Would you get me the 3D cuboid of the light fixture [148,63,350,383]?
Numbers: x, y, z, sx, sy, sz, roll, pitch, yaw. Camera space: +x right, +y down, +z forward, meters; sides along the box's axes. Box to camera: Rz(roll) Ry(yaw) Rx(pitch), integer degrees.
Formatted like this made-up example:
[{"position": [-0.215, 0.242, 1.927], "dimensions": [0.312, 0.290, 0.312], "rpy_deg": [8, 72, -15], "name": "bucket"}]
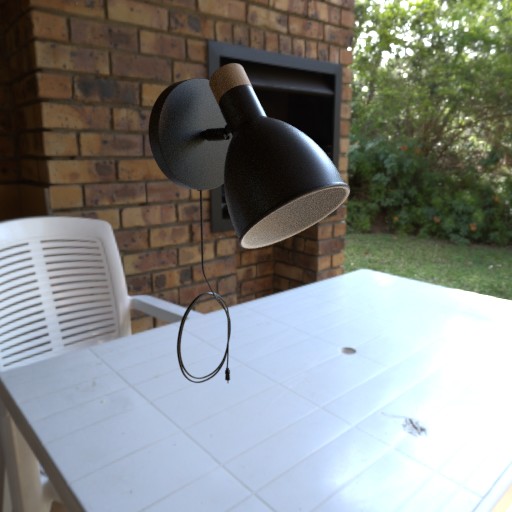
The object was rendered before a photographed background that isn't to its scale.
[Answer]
[{"position": [0.000, 0.000, 0.486], "dimensions": [0.203, 0.401, 0.127], "rpy_deg": [12, 18, 42], "name": "light fixture"}]
